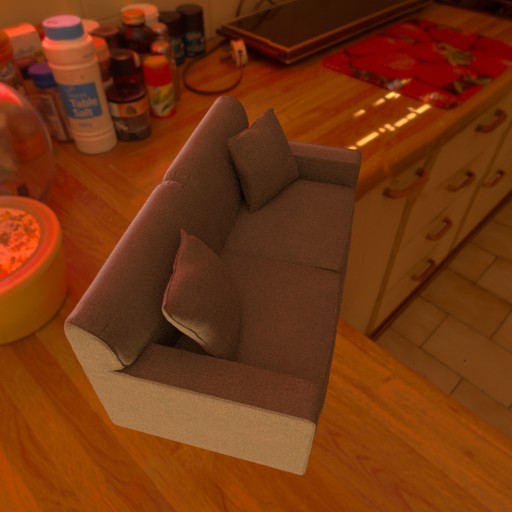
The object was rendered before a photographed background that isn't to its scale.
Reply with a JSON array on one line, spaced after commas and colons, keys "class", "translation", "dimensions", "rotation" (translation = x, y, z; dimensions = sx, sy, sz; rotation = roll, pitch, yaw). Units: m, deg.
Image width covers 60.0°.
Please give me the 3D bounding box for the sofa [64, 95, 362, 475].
[{"class": "sofa", "translation": [0.000, 0.000, 2.408], "dimensions": [1.000, 0.958, 1.846], "rotation": [11, 47, 10]}]
